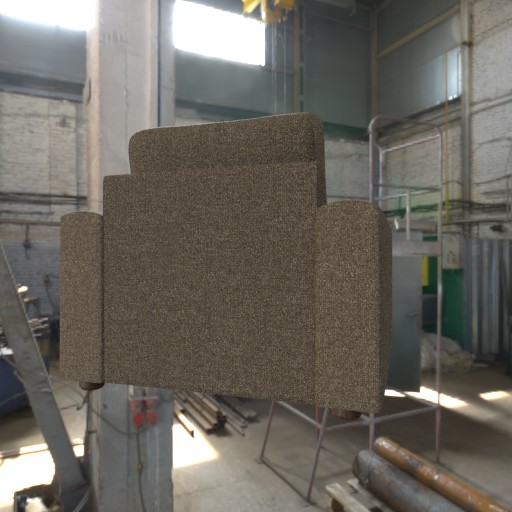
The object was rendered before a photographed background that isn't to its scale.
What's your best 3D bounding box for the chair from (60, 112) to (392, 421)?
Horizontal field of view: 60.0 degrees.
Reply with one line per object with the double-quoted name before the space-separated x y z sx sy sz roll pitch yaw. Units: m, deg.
"chair" 0.000 0.000 1.742 1.005 0.873 1.016 0 0 18
